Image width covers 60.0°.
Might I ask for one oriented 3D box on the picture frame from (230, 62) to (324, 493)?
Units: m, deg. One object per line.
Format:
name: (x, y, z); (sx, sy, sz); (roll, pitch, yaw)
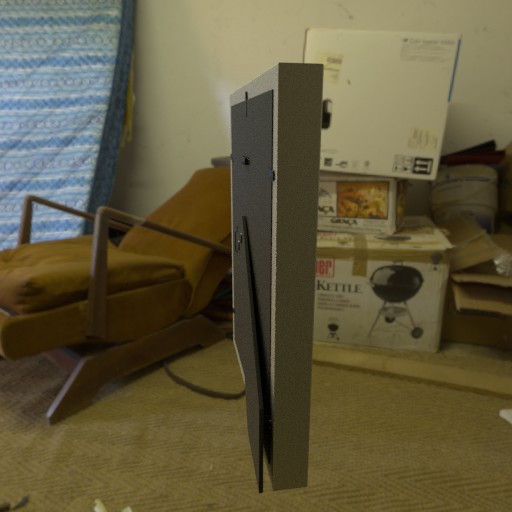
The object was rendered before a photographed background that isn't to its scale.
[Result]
picture frame: (0.000, 0.000, 0.388); (0.036, 0.282, 0.233); (-3, 16, -9)
